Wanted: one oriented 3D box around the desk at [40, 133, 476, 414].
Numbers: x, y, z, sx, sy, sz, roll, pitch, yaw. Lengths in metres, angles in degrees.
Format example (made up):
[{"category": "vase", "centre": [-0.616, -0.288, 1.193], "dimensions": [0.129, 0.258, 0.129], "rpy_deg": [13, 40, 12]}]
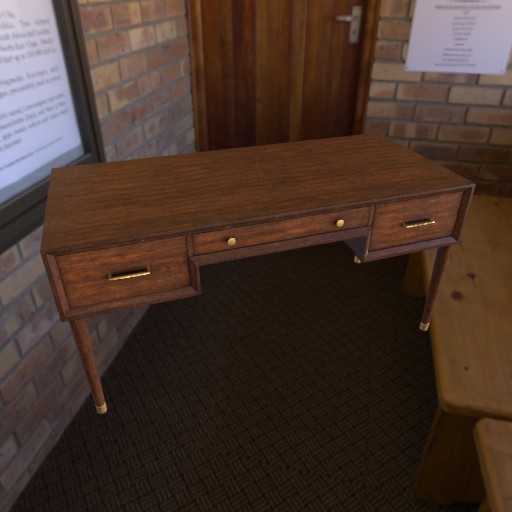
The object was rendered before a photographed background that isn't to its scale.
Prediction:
[{"category": "desk", "centre": [0.000, 0.000, 1.996], "dimensions": [1.575, 0.762, 0.724], "rpy_deg": [-10, 33, -16]}]
